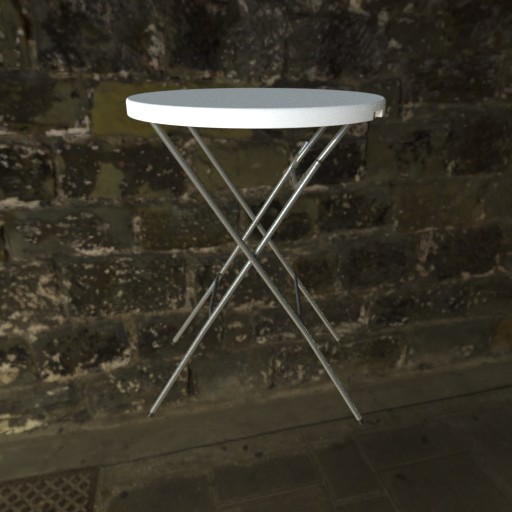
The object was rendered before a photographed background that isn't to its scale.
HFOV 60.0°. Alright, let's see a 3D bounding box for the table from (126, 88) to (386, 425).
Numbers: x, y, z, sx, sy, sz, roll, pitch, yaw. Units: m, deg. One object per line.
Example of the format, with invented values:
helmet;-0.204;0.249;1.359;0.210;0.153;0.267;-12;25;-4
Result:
table;0.000;0.000;1.619;0.795;1.105;0.792;0;24;1
